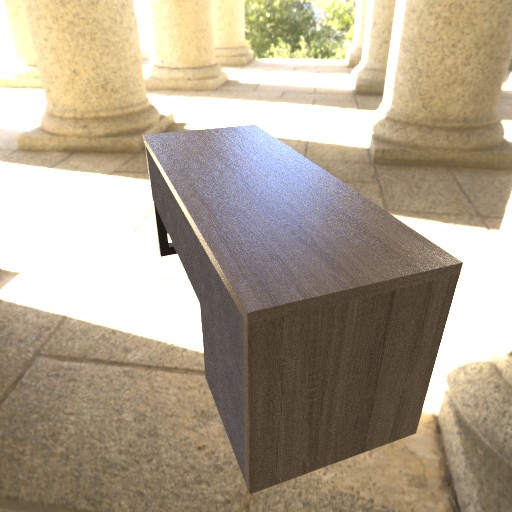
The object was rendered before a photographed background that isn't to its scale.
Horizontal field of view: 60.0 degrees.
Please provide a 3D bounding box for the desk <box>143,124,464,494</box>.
[{"bbox_3d":[0.000,0.000,2.059,0.690,0.760,1.700,-11,32,-18],"label":"desk"}]
